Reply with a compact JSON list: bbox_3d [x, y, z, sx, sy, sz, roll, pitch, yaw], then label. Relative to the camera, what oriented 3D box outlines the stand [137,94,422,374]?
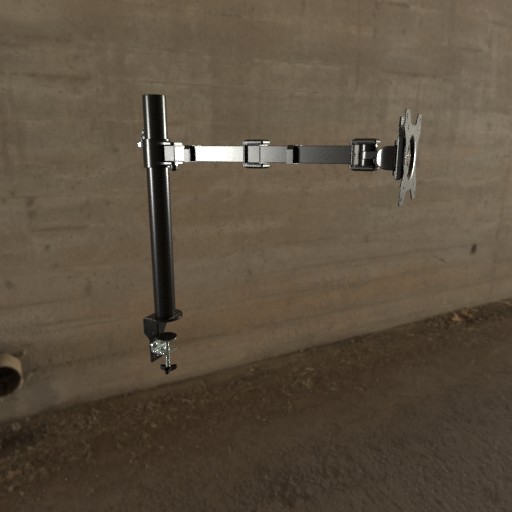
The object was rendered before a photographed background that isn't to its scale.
[{"bbox_3d":[0.000,0.000,0.716,0.456,0.510,0.115,7,16,27],"label":"stand"}]
